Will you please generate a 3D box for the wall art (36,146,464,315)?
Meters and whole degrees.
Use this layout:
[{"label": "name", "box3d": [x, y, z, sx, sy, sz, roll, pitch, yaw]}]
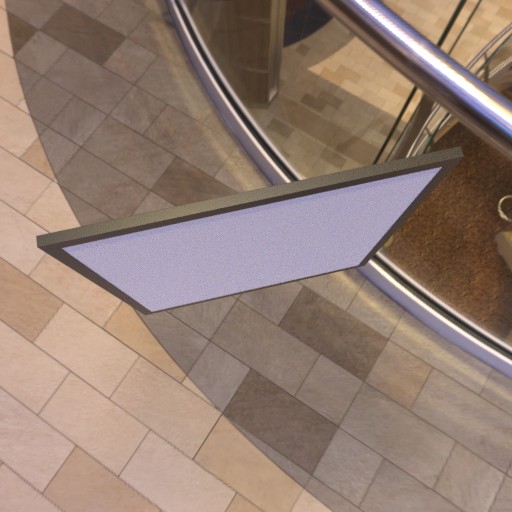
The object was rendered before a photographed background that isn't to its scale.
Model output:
[{"label": "wall art", "box3d": [0.000, 0.000, 1.207, 0.807, 0.807, 0.022, -12, 74, -4]}]
